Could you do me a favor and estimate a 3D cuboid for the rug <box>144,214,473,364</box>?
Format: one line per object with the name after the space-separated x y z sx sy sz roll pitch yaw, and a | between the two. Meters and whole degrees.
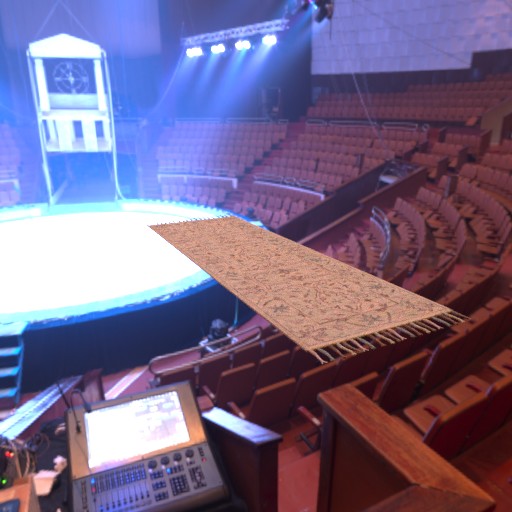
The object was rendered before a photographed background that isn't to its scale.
0.000 0.000 2.701 0.769 0.013 2.440 -9 19 -26 | rug
